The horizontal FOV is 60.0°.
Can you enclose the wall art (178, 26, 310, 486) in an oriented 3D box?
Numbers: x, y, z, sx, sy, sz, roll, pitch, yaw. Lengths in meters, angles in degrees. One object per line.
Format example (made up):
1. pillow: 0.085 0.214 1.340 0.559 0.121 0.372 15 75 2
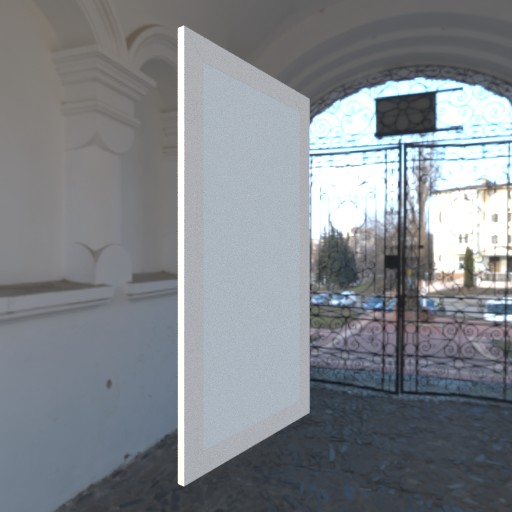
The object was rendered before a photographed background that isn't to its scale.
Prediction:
1. wall art: 0.000 0.000 0.814 0.013 0.683 0.380 0 0 36
